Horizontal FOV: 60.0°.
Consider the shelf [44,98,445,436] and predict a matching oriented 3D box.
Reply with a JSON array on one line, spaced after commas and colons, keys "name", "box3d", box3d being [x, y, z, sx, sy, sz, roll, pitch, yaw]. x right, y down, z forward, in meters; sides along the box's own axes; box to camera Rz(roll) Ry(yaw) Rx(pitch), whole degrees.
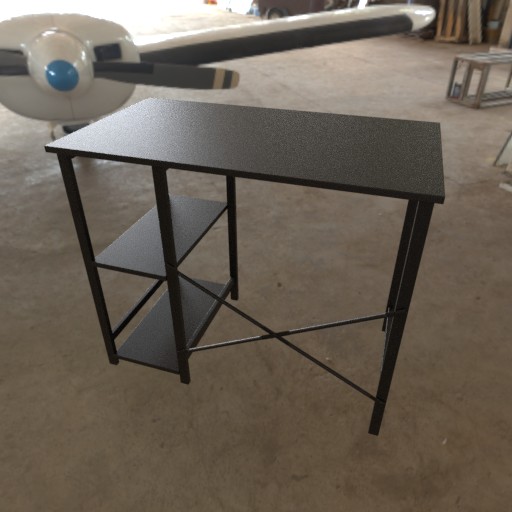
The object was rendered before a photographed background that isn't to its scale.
[{"name": "shelf", "box3d": [0.000, 0.000, 1.341, 0.902, 0.749, 0.498, 10, 34, 15]}]
